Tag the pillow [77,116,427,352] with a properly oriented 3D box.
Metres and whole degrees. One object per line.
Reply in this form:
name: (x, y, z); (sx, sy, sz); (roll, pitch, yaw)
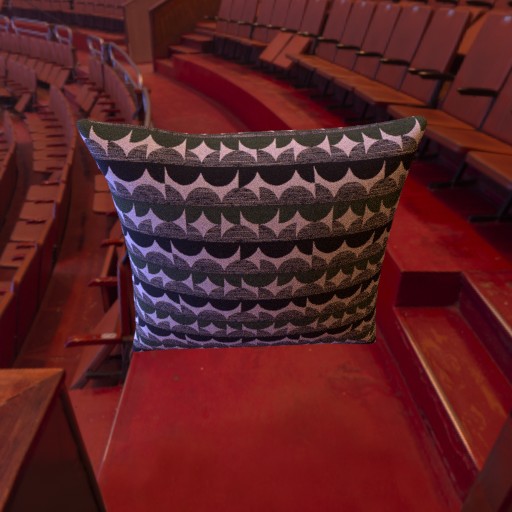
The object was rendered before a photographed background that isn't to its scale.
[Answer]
pillow: (0.000, 0.000, 0.640); (0.419, 0.404, 0.180); (-1, 31, -2)
